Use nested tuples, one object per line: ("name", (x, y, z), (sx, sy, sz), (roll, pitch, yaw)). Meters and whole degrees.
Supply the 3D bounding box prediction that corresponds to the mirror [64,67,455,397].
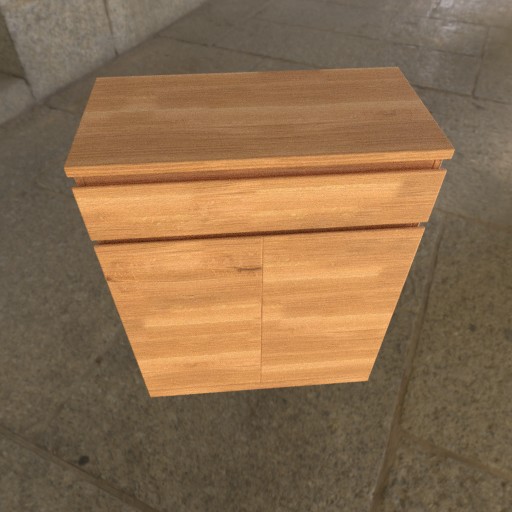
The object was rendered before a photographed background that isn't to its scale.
("mirror", (0.000, 0.000, 1.401), (0.800, 1.000, 0.400), (-3, 47, -3))
